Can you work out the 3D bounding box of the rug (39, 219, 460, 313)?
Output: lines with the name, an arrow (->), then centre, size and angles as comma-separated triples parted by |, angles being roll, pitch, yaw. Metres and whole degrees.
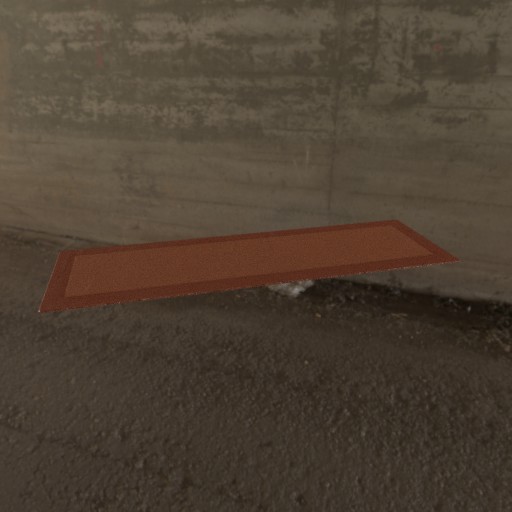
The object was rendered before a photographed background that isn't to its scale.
rug -> 0.000, 0.000, 2.805 | 2.471, 0.013, 0.914 | -8, 26, -16
